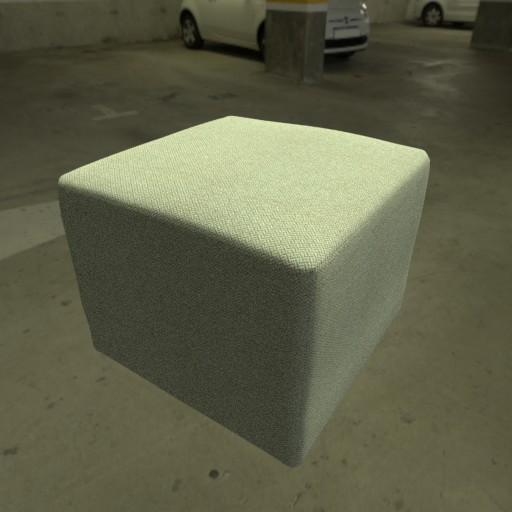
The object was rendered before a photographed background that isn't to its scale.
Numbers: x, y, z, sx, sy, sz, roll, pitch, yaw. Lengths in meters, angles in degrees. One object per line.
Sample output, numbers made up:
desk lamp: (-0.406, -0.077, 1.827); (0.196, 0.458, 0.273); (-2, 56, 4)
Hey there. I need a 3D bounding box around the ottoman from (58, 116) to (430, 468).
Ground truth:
ottoman: (0.000, 0.000, 0.912); (0.512, 0.453, 0.521); (20, 37, 29)
